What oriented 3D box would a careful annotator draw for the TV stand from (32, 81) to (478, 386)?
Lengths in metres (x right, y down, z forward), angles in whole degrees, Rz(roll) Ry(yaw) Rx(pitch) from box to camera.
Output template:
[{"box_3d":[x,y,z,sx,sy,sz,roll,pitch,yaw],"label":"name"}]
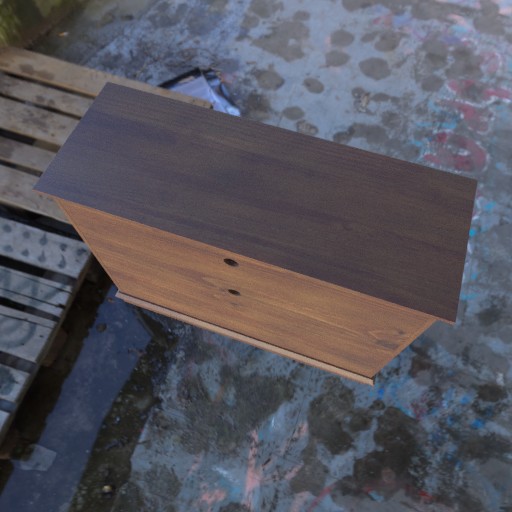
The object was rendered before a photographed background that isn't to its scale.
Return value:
[{"box_3d":[0.000,0.000,1.497,1.067,0.813,0.406,17,65,9],"label":"TV stand"}]
